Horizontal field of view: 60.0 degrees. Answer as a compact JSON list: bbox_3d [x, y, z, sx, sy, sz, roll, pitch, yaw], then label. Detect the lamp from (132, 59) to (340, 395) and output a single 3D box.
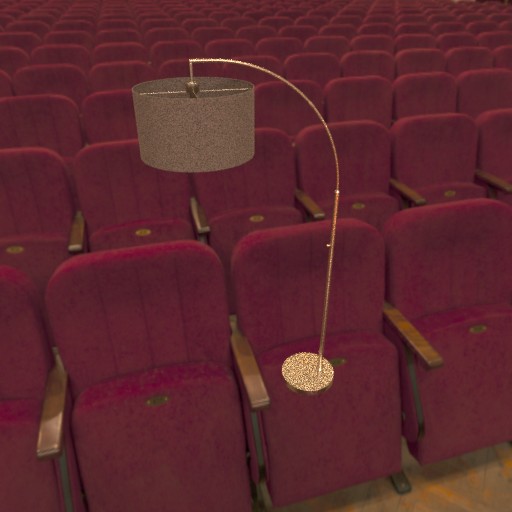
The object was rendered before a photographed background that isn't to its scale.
[{"bbox_3d":[0.000,0.000,2.106,0.934,1.735,0.452,-8,31,-13],"label":"lamp"}]
